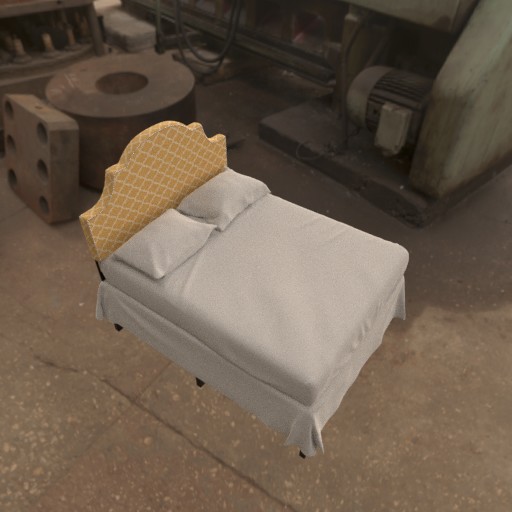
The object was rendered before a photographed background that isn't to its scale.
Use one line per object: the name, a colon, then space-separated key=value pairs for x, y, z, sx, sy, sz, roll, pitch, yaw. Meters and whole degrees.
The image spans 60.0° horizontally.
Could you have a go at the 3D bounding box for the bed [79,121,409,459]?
bed: x=0.000 y=0.000 z=3.486 sx=2.222 sy=1.633 sz=1.780 roll=26 pitch=48 yaw=26
